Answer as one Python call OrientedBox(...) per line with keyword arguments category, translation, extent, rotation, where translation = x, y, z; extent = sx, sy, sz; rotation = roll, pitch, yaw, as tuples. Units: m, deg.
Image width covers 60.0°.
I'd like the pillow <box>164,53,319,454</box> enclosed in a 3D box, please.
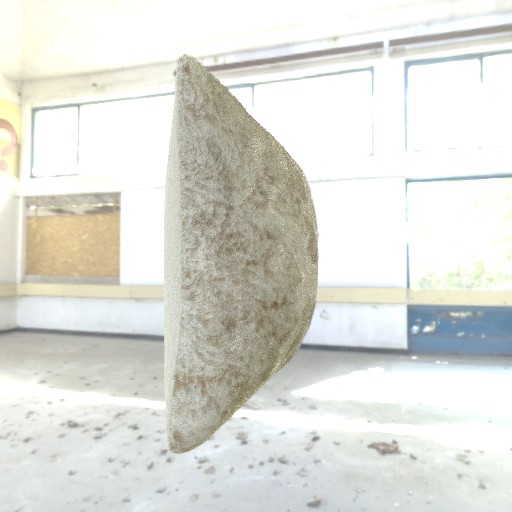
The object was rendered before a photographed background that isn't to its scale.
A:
OrientedBox(category="pillow", translation=(0.000, 0.000, 0.805), extent=(0.216, 0.525, 0.538), rotation=(0, -1, 17))
